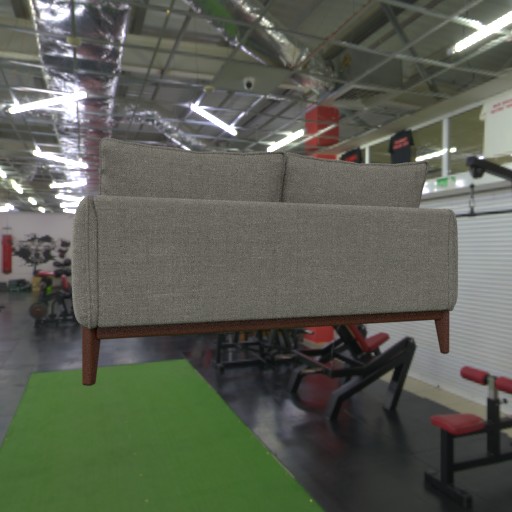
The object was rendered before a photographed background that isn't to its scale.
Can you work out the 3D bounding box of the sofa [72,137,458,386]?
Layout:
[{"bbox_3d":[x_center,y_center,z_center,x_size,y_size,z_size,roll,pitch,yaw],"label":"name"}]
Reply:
[{"bbox_3d":[0.000,0.000,2.104,1.580,0.851,0.972,0,0,-19],"label":"sofa"}]
